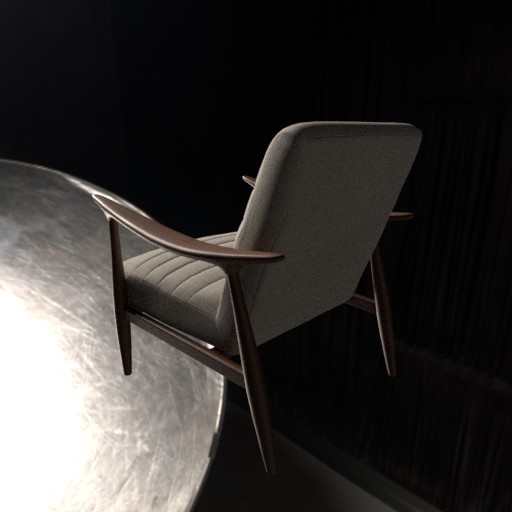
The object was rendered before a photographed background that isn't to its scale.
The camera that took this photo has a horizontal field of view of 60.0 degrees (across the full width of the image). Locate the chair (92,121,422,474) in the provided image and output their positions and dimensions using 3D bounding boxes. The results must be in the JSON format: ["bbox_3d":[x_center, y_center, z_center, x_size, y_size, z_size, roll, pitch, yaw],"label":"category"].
[{"bbox_3d":[0.000,0.000,1.426,0.798,0.832,0.741,16,24,42],"label":"chair"}]
